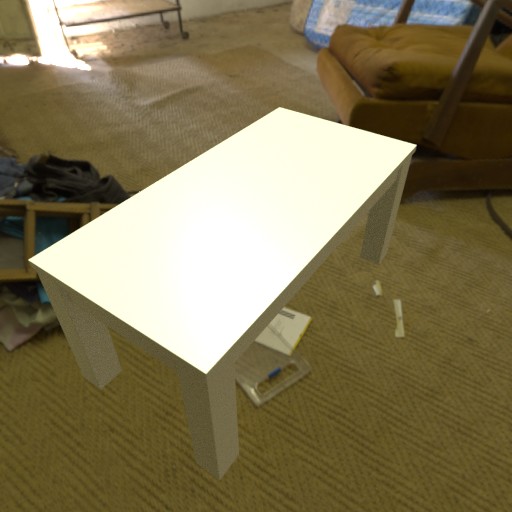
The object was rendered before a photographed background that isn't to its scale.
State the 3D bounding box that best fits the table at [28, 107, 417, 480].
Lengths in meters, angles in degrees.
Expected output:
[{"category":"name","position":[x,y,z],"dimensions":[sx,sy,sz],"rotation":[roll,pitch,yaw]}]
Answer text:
[{"category":"table","position":[0.000,0.000,2.340],"dimensions":[0.900,0.790,1.800],"rotation":[25,47,26]}]
